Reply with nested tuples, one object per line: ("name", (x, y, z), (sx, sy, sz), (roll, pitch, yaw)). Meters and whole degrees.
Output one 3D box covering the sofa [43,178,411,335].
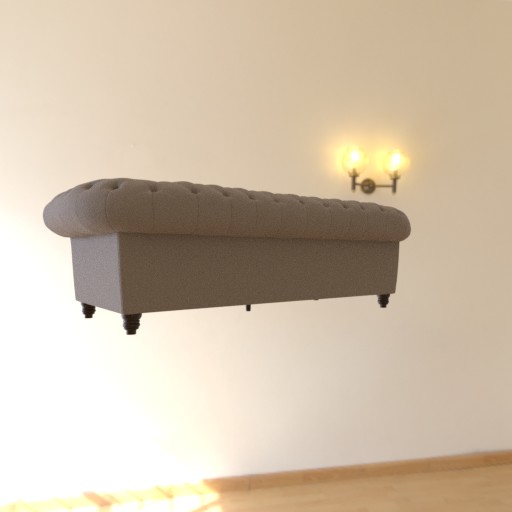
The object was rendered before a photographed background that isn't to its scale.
("sofa", (0.000, 0.000, 2.888), (2.411, 0.749, 0.991), (0, 0, -36))
